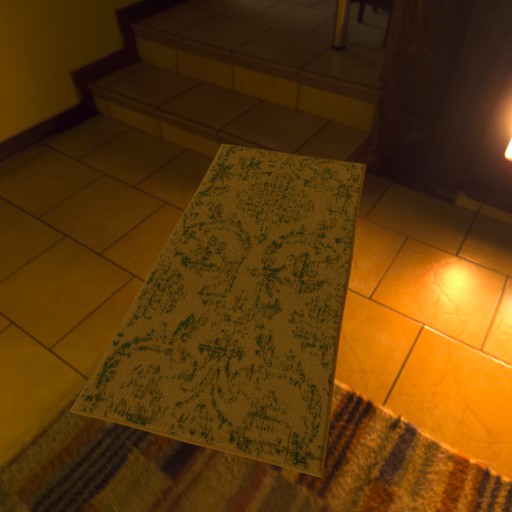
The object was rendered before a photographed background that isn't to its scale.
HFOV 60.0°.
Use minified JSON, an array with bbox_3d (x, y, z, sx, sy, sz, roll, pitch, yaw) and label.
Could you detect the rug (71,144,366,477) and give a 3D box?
[{"bbox_3d":[0.000,0.000,1.415,0.605,0.007,1.220,10,47,10],"label":"rug"}]
